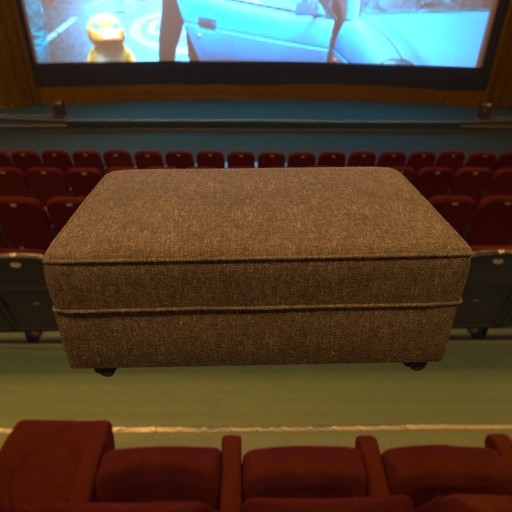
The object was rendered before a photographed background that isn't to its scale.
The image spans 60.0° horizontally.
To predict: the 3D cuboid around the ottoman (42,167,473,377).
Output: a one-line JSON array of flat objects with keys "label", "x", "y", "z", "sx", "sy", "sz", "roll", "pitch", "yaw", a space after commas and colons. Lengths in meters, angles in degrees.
[{"label": "ottoman", "x": 0.000, "y": 0.000, "z": 1.567, "sx": 1.184, "sy": 0.487, "sz": 0.717, "roll": -1, "pitch": 30, "yaw": -1}]
